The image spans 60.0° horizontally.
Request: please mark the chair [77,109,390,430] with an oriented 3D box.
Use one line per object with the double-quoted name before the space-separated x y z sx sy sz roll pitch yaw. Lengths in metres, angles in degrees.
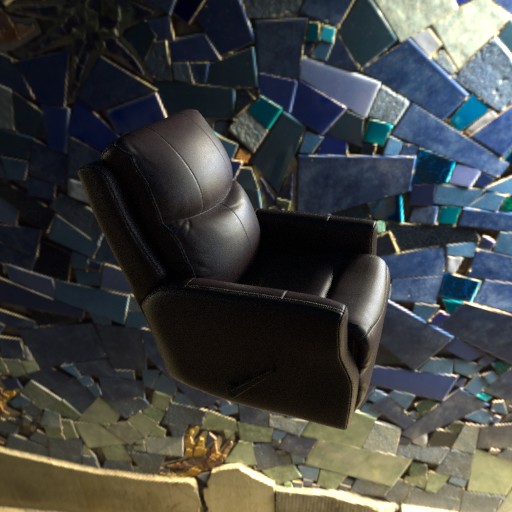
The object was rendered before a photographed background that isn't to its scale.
"chair" 0.000 0.000 1.823 1.080 1.030 0.829 11 32 18
